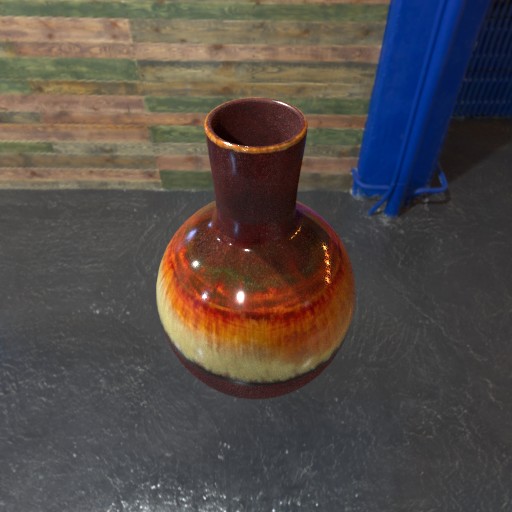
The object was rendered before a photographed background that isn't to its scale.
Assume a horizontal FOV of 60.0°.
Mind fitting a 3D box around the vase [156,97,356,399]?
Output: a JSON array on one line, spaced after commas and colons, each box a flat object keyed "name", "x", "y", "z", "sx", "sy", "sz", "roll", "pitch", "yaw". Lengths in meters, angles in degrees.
[{"name": "vase", "x": 0.000, "y": 0.000, "z": 0.231, "sx": 0.111, "sy": 0.154, "sz": 0.111, "roll": 0, "pitch": 46, "yaw": 0}]
